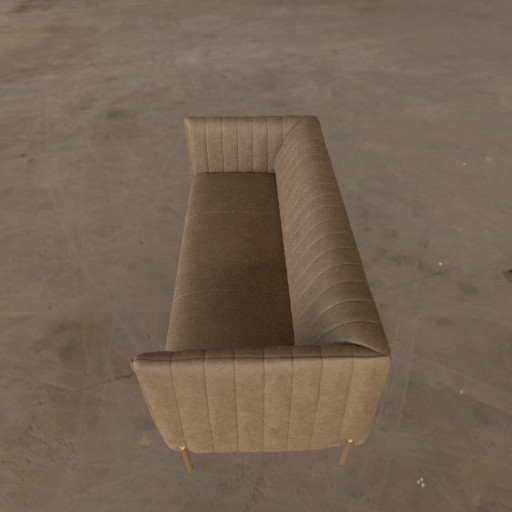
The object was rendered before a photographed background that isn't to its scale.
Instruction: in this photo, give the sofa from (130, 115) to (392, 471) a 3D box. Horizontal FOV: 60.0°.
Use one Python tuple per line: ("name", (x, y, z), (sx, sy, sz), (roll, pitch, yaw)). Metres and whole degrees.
("sofa", (0.000, 0.000, 2.400), (0.876, 0.779, 1.980), (-1, 41, -1))
